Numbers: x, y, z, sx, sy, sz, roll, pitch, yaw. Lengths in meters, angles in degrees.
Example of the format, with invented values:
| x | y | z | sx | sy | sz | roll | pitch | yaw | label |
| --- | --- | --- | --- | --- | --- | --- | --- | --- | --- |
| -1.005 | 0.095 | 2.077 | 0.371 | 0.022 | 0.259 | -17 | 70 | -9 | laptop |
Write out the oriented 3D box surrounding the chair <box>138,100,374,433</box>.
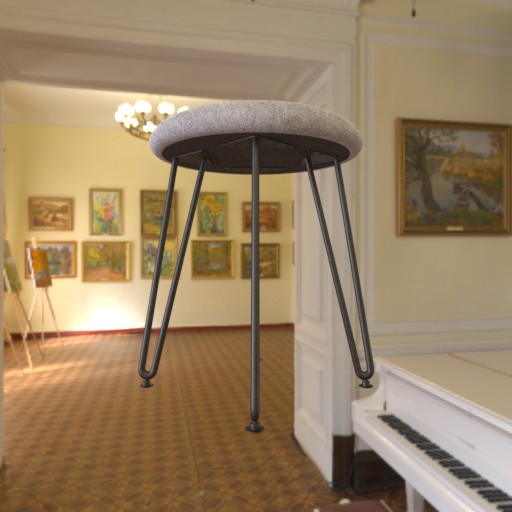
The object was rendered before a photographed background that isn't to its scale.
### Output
| x | y | z | sx | sy | sz | roll | pitch | yaw | label |
| --- | --- | --- | --- | --- | --- | --- | --- | --- | --- |
| 0.000 | 0.000 | 0.657 | 0.350 | 0.386 | 0.350 | 0 | 0 | 0 | chair |
